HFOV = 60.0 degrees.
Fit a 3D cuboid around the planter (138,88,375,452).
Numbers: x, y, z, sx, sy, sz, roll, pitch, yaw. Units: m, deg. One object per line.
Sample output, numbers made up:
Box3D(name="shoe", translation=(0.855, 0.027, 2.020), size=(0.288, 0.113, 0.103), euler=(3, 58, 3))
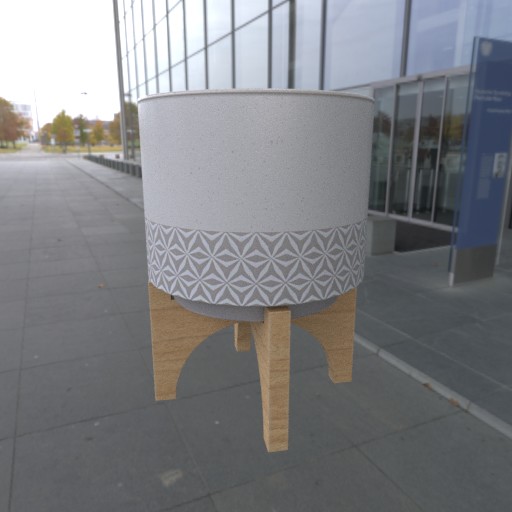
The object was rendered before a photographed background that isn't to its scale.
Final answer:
Box3D(name="planter", translation=(0.000, 0.000, 0.395), size=(0.188, 0.260, 0.188), euler=(0, 14, 0))
